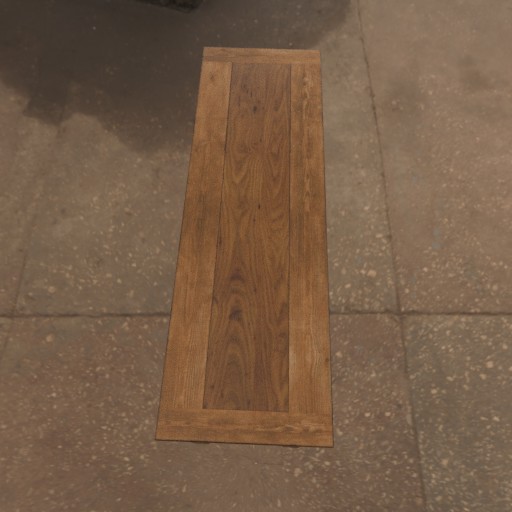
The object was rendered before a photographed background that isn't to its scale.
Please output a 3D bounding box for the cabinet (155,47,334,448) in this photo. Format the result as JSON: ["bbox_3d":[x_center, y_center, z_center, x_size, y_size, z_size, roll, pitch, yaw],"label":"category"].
[{"bbox_3d":[0.000,0.000,1.848,0.480,0.813,1.474,2,65,1],"label":"cabinet"}]
